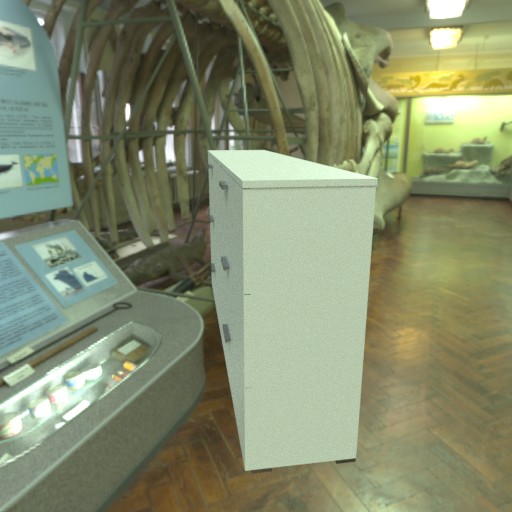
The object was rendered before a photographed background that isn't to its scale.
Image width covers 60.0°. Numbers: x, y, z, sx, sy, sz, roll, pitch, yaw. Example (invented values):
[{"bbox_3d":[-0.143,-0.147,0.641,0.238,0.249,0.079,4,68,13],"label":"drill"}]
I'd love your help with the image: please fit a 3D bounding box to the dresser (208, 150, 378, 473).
[{"bbox_3d":[0.000,0.000,1.841,0.333,0.790,1.535,-2,16,-8],"label":"dresser"}]
